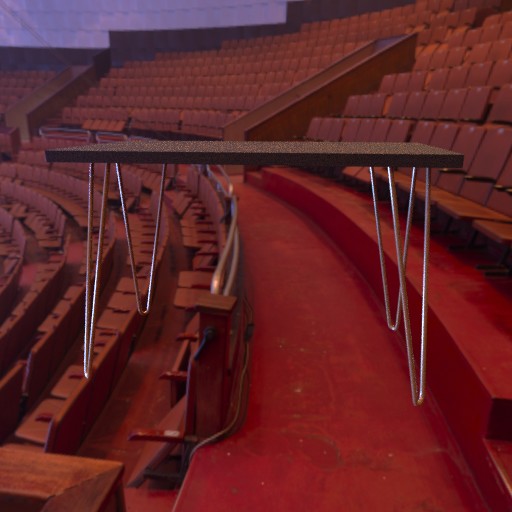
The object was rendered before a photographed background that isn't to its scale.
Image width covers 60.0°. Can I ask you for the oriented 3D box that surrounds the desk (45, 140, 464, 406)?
[{"bbox_3d":[0.000,0.000,1.368,0.991,0.660,0.499,2,17,8],"label":"desk"}]
